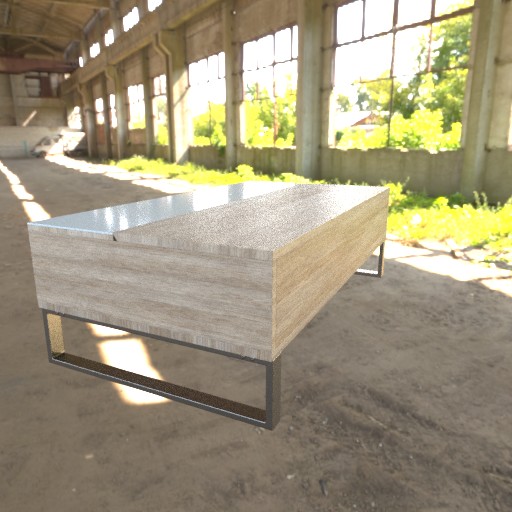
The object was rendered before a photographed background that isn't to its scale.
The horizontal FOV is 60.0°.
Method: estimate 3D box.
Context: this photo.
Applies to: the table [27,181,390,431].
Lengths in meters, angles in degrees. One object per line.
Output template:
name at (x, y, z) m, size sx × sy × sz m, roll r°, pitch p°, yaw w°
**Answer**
table at (0.000, 0.000, 1.384) m, size 0.600 × 0.350 × 1.100 m, roll 7°, pitch 17°, yaw 25°
